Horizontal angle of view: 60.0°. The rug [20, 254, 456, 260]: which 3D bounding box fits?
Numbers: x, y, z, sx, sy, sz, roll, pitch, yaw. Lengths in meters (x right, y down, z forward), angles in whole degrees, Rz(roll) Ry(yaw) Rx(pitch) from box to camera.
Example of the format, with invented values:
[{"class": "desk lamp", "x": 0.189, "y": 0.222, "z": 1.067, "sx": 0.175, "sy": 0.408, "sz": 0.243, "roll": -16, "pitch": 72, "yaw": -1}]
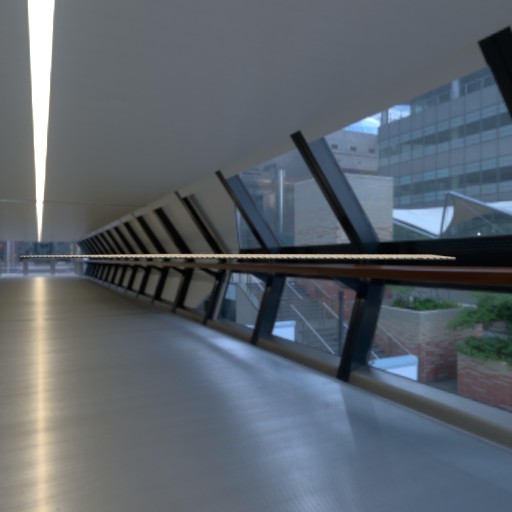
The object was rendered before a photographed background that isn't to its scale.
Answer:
[{"class": "rug", "x": 0.000, "y": 0.000, "z": 4.171, "sx": 3.207, "sy": 0.014, "sz": 2.439, "roll": 0, "pitch": 1, "yaw": 18}]
